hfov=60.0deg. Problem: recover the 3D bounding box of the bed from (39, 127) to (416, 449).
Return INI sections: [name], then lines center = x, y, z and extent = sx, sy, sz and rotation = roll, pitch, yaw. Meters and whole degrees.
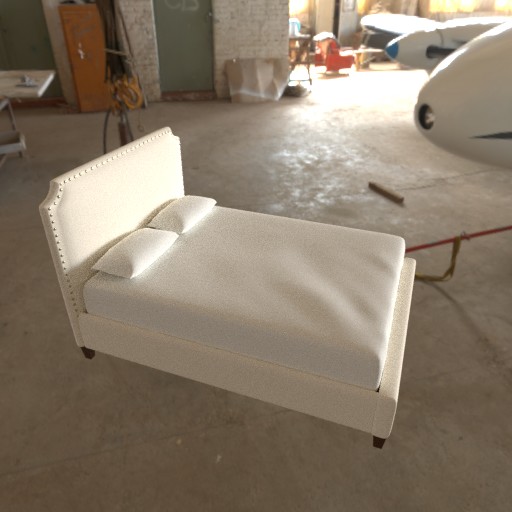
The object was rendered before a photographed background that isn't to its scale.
[bed]
center = 0.000, 0.000, 3.424
extent = 2.365, 1.443, 1.712
rotation = 11, 32, 18
